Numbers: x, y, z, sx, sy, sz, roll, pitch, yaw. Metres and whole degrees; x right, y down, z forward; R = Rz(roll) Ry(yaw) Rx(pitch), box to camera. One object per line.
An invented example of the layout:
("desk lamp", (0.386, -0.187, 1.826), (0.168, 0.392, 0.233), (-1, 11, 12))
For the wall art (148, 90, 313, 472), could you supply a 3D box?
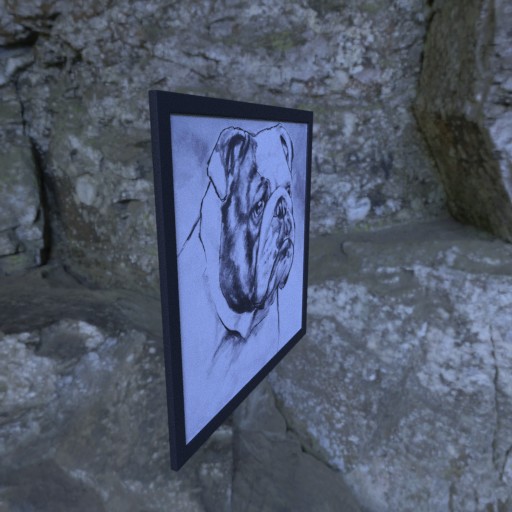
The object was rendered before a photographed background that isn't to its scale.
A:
("wall art", (0.000, 0.000, 0.858), (0.012, 0.558, 0.562), (8, 17, 26))
